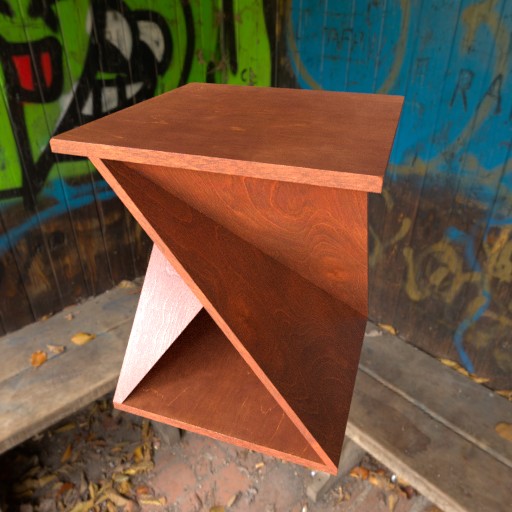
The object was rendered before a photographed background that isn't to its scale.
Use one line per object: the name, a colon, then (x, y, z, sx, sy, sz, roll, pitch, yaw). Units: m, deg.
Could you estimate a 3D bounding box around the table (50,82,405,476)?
table: (0.000, 0.000, 0.828, 0.427, 0.520, 0.427, 10, 33, 16)
